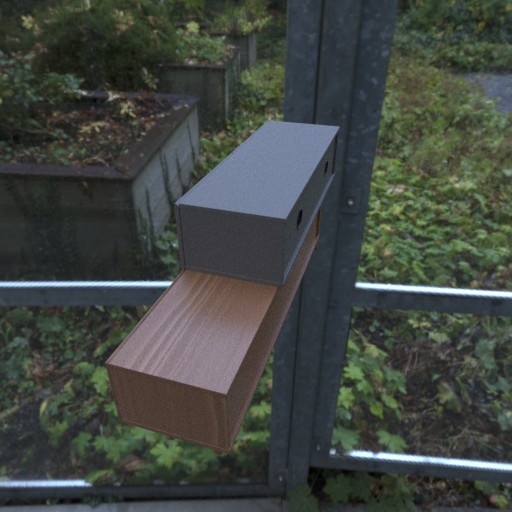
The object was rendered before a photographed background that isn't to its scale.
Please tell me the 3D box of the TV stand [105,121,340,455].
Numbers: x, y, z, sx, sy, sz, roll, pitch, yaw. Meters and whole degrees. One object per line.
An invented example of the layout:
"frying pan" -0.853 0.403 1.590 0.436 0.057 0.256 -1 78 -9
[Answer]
"TV stand" 0.000 0.000 1.574 0.329 0.591 1.336 10 33 15
